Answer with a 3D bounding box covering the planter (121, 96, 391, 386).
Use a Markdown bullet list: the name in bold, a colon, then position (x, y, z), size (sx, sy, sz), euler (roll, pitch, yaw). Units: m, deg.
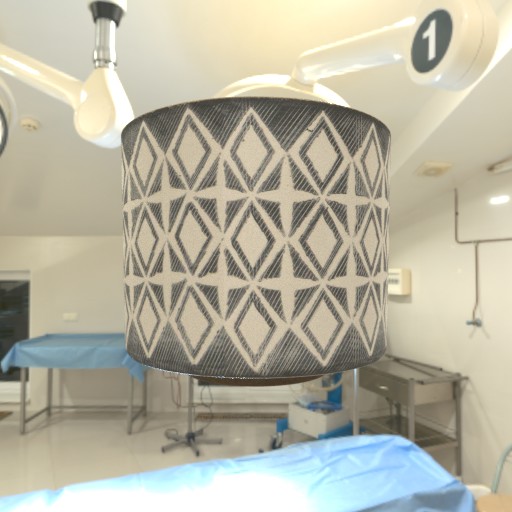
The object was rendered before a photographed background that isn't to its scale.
- **planter**: position (0.000, 0.000, 0.328), size (0.192, 0.165, 0.192), euler (0, -2, 0)
